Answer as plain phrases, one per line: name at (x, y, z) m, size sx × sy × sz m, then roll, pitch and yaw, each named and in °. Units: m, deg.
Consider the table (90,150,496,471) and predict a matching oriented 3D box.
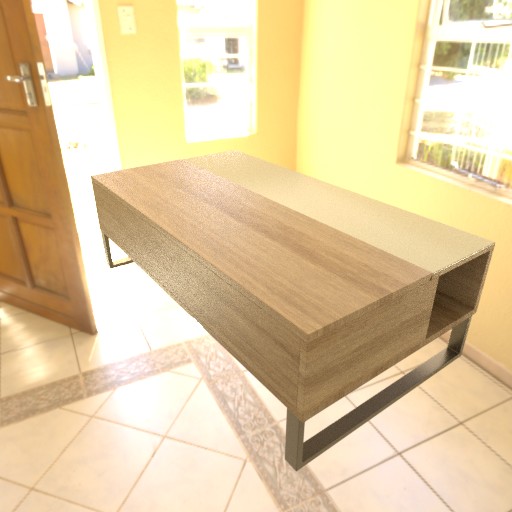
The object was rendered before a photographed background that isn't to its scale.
table at (0.000, 0.000, 1.364) m, size 0.600 × 0.350 × 1.100 m, roll -19°, pitch 33°, yaw -32°
